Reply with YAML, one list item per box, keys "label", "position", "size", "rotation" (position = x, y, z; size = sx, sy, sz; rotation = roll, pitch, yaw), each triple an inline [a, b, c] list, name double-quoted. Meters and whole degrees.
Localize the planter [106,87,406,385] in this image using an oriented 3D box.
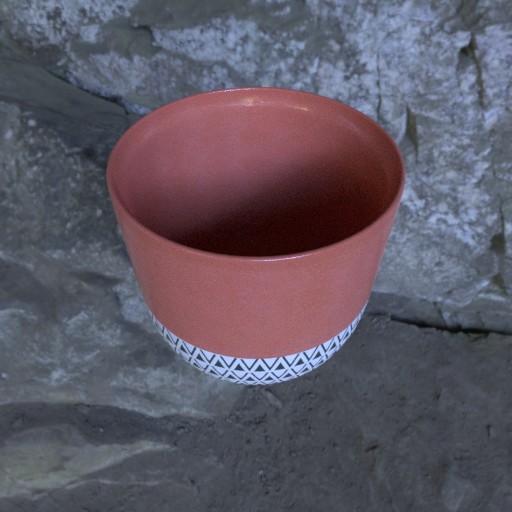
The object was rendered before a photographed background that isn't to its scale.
- label: "planter"
  position: [0.000, 0.000, 0.500]
  size: [0.266, 0.270, 0.266]
  rotation: [0, 46, 0]
